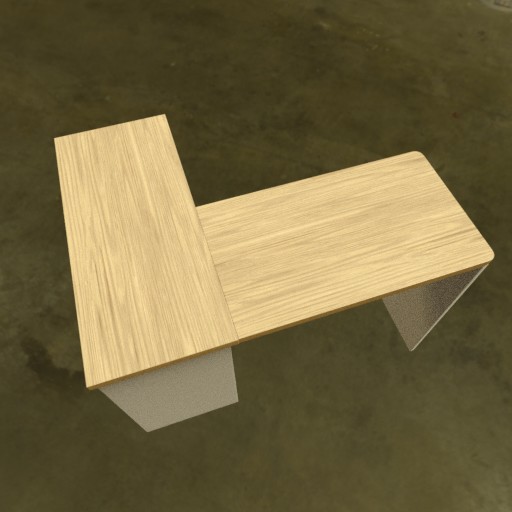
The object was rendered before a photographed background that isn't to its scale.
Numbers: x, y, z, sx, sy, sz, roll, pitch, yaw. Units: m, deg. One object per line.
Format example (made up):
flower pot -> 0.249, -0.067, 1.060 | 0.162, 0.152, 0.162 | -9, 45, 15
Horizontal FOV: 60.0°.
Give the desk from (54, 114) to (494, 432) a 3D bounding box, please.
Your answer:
desk -> 0.000, 0.000, 1.724 | 1.170, 0.760, 0.900 | -16, 60, -10
